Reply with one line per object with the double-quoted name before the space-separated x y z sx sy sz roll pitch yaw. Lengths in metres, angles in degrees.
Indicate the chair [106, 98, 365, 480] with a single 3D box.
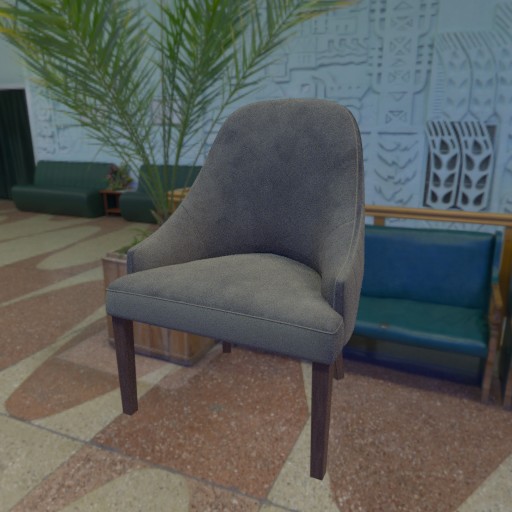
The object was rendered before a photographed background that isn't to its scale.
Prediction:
"chair" 0.000 0.000 1.279 0.643 0.889 0.575 7 18 24
